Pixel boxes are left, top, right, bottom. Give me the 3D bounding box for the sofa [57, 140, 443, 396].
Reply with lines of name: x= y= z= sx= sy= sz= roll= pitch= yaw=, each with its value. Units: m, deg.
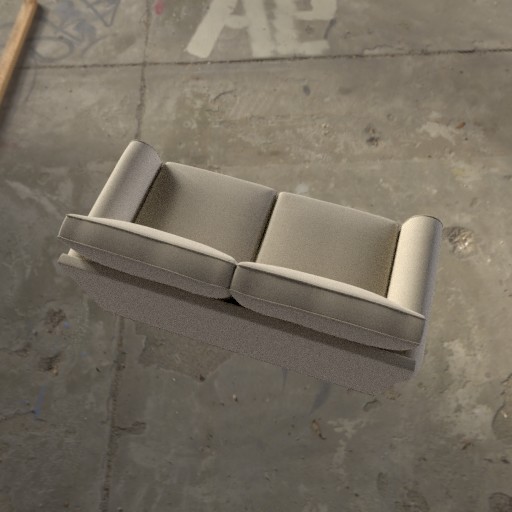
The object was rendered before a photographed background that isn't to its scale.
sofa: x=0.000 y=0.000 z=2.315 sx=1.774 sy=0.933 sz=0.861 roll=16 pitch=66 yaw=7
